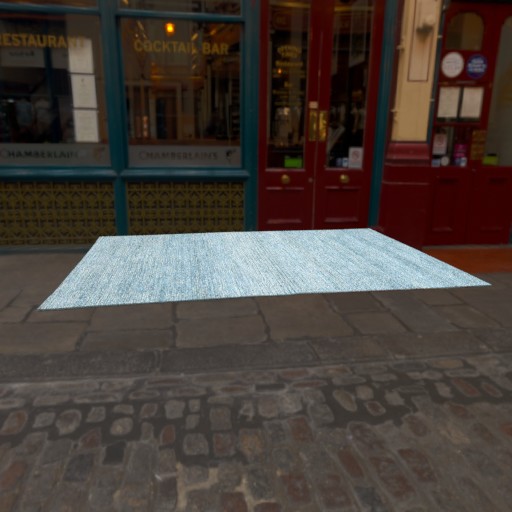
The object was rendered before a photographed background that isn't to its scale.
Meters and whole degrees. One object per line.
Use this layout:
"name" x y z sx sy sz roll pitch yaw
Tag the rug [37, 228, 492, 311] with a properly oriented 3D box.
"rug" 0.000 0.000 2.913 2.260 0.026 1.611 -2 14 -9
